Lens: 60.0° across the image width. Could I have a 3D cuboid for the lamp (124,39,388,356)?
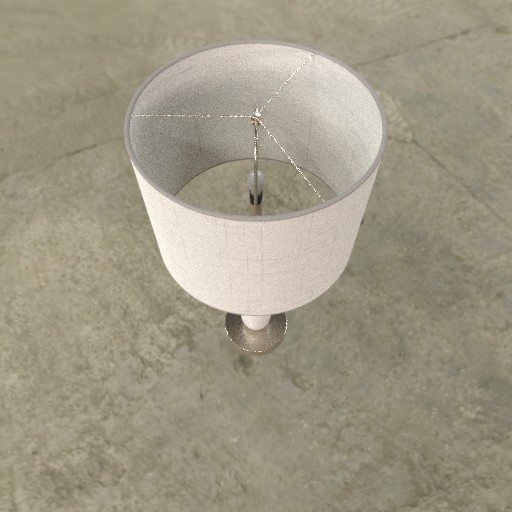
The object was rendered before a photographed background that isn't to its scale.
[{"bbox_3d":[0.000,0.000,0.708,0.280,0.559,0.282,1,57,1],"label":"lamp"}]
